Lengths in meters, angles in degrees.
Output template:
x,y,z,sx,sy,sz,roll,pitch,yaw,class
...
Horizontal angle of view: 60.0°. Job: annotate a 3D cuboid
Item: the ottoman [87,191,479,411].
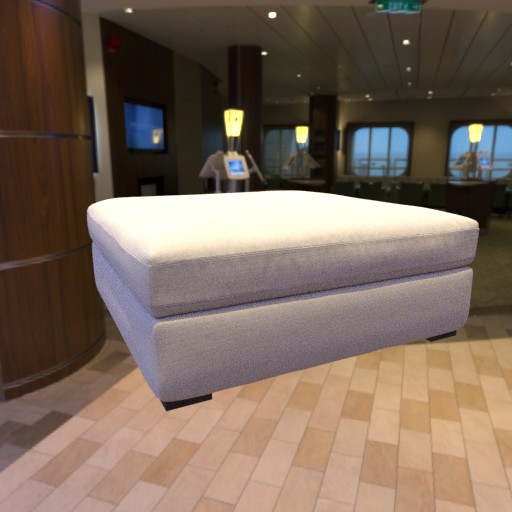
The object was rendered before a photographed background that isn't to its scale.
x,y,z,sx,sy,sz,roll,pitch,yaw,class
0.000,0.000,1.775,1.163,0.482,1.167,-7,15,-26,ottoman
